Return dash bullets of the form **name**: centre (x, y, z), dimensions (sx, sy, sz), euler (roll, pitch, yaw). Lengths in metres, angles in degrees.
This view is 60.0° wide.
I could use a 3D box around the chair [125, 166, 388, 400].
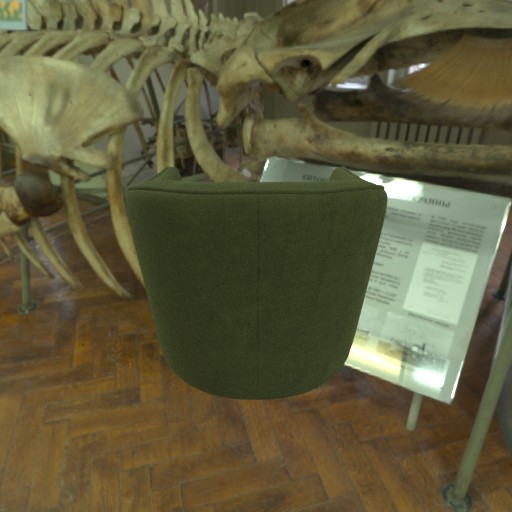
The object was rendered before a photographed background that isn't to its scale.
- **chair**: centre (0.000, 0.000, 1.489), dimensions (0.747, 0.799, 0.875), euler (0, 29, 0)
